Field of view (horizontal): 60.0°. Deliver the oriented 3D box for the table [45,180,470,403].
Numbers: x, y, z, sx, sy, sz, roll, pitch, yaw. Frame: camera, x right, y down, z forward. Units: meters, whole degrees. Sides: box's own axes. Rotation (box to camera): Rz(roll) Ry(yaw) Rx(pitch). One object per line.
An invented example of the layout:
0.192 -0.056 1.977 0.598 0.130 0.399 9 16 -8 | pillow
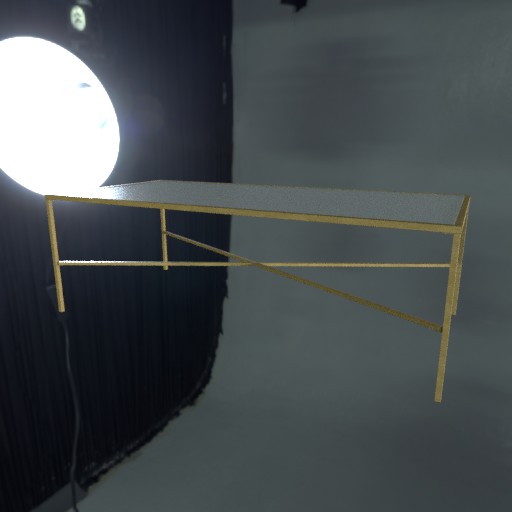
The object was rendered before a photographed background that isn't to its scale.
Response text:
0.000 0.000 1.443 1.206 0.398 0.580 7 16 26 | table
